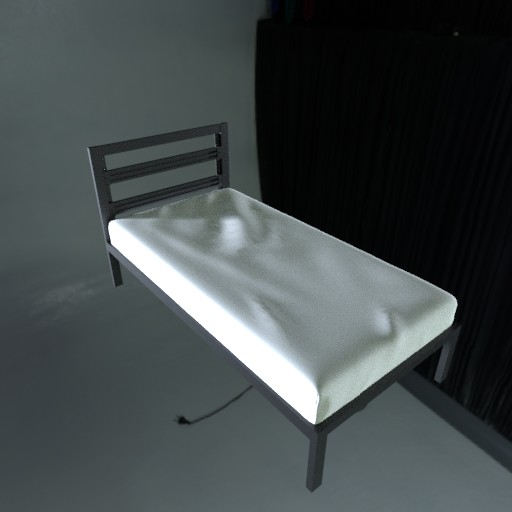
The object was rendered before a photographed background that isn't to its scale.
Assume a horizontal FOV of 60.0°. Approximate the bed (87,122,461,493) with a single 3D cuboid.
[{"bbox_3d":[0.000,0.000,2.454,0.991,0.967,1.930,-22,37,-33],"label":"bed"}]
